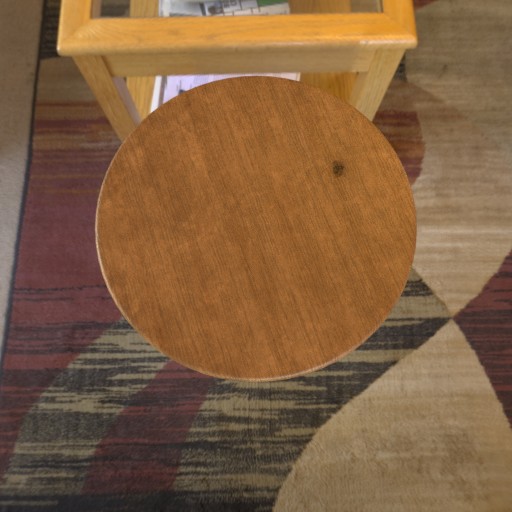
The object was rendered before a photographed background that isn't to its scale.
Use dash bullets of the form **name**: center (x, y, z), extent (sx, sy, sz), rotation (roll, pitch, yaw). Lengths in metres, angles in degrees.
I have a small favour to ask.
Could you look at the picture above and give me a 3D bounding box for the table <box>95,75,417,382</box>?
- **table**: center (0.000, 0.000, 0.813), extent (0.432, 0.460, 0.432), rotation (0, 76, 0)
